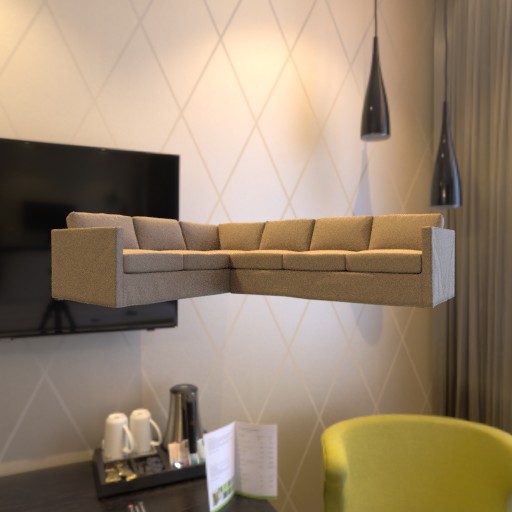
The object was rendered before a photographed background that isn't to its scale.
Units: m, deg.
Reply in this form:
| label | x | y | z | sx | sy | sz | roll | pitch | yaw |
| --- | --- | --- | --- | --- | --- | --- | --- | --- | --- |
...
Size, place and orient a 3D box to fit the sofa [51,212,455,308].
| label | x | y | z | sx | sy | sz | roll | pitch | yaw |
| --- | --- | --- | --- | --- | --- | --- | --- | --- | --- |
| sofa | 0.000 | 0.000 | 4.361 | 3.182 | 0.871 | 2.432 | 0 | 1 | 36 |
